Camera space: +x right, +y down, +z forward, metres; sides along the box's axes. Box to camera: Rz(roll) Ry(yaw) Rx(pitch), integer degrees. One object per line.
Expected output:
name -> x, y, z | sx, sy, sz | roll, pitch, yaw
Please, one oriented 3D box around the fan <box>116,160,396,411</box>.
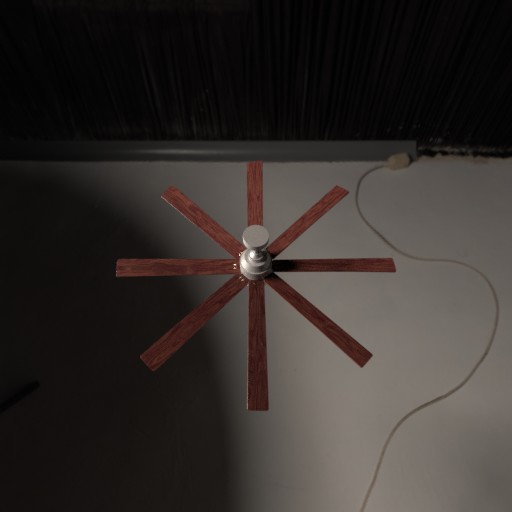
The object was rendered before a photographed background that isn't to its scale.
fan -> 0.000, 0.000, 2.805 | 1.830, 0.472, 1.830 | -1, 59, 0
